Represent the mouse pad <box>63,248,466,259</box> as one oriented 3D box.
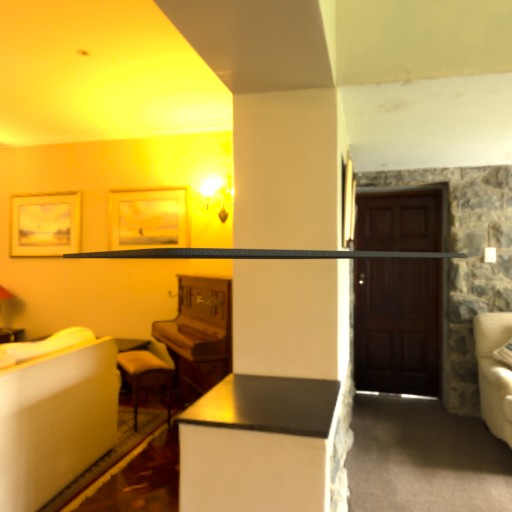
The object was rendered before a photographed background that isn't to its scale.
[{"bbox_3d":[0.000,0.000,0.322,0.229,0.003,0.203,1,-1,-35],"label":"mouse pad"}]
